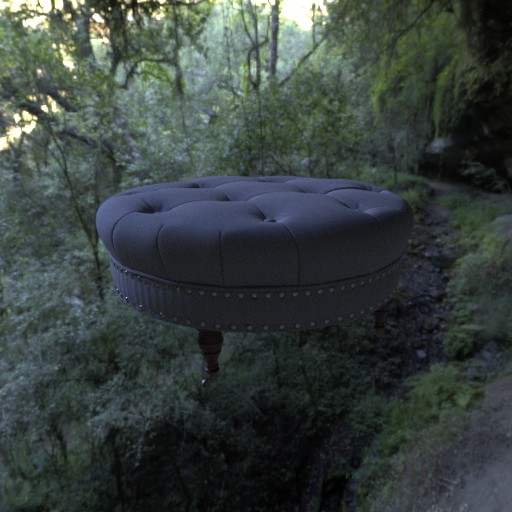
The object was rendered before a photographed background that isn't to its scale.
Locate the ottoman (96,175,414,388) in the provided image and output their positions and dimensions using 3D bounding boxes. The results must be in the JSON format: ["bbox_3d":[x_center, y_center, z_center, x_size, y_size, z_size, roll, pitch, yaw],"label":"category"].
[{"bbox_3d":[0.000,0.000,1.361,0.901,0.439,0.901,0,17,0],"label":"ottoman"}]
